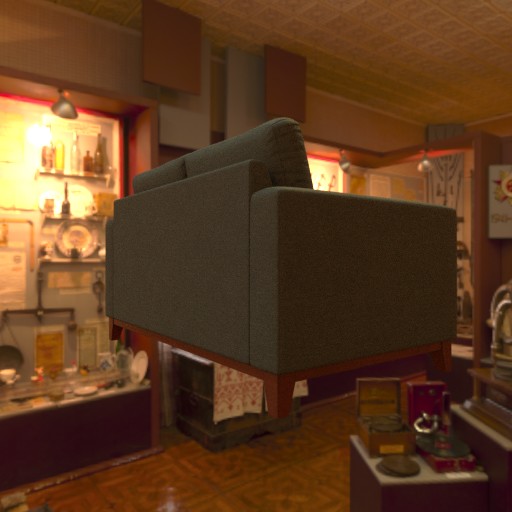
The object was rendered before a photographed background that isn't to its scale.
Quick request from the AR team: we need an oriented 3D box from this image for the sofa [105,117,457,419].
[{"bbox_3d":[0.000,0.000,2.078,0.955,0.903,1.489,0,0,-36],"label":"sofa"}]
